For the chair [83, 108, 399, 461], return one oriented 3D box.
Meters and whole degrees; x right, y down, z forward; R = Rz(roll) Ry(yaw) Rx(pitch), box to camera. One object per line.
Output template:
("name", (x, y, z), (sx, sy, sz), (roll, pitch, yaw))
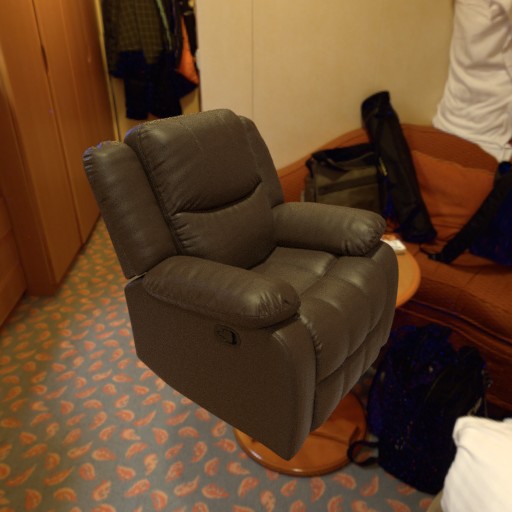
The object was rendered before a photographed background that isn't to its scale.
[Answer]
("chair", (0.000, 0.000, 1.726), (0.934, 1.009, 0.899), (19, 32, 33))
